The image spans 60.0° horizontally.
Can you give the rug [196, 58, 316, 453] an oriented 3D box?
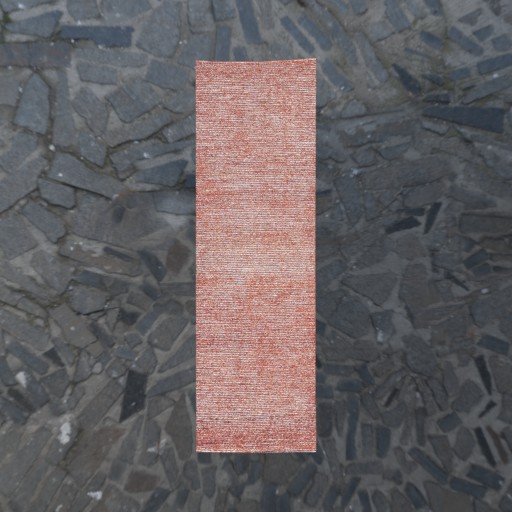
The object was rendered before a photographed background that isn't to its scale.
[{"bbox_3d":[0.000,0.000,2.641,0.718,0.013,2.353,0,90,0],"label":"rug"}]
